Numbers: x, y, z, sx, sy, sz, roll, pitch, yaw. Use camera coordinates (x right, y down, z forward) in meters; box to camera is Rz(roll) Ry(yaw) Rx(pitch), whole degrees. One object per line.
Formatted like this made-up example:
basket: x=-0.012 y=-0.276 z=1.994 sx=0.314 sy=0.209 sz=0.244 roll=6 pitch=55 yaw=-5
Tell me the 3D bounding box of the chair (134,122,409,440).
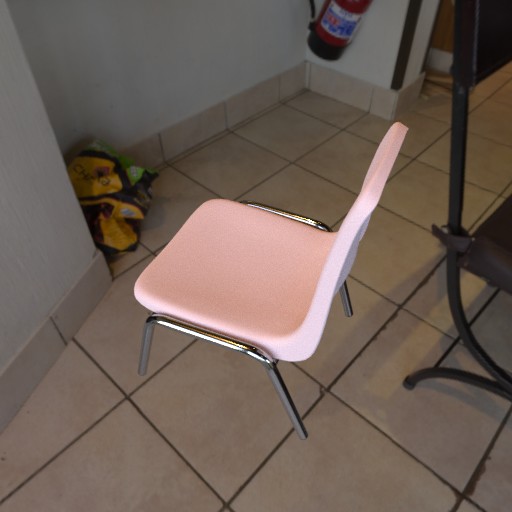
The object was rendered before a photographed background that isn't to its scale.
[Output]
chair: x=0.000 y=0.000 z=0.788 sx=0.385 sy=0.536 sz=0.354 roll=18 pitch=48 yaw=17
